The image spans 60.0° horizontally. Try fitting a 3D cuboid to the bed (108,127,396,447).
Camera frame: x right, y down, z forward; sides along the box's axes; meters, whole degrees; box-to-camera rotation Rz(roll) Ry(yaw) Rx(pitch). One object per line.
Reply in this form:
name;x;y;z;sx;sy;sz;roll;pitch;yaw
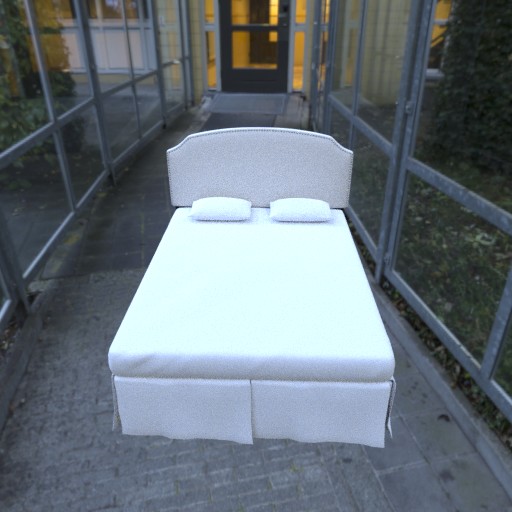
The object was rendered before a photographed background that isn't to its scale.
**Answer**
bed;0.000;0.000;2.990;1.558;1.270;1.999;1;29;2
